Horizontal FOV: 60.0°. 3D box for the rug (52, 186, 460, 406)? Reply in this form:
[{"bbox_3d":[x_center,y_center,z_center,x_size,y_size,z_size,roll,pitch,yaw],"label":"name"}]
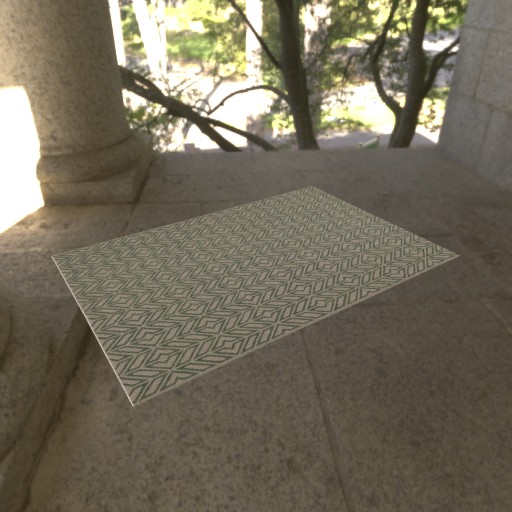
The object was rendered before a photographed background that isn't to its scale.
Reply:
[{"bbox_3d":[0.000,0.000,2.386,1.828,0.007,1.220,-19,35,-29],"label":"rug"}]
